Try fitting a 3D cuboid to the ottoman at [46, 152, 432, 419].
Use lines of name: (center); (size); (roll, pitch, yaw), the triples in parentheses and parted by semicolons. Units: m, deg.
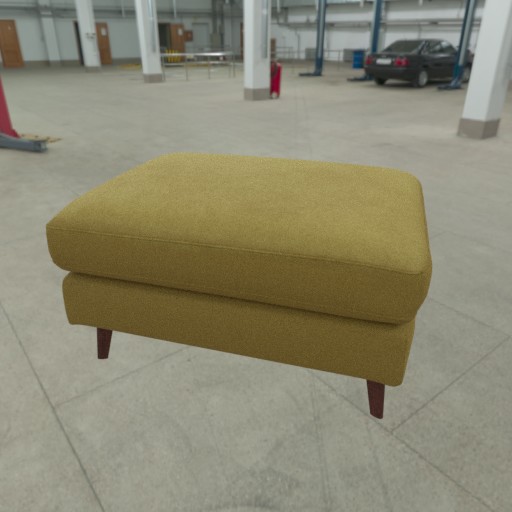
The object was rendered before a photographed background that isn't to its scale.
ottoman: (0.000, 0.000, 1.161); (0.811, 0.449, 0.608); (8, 27, 15)
